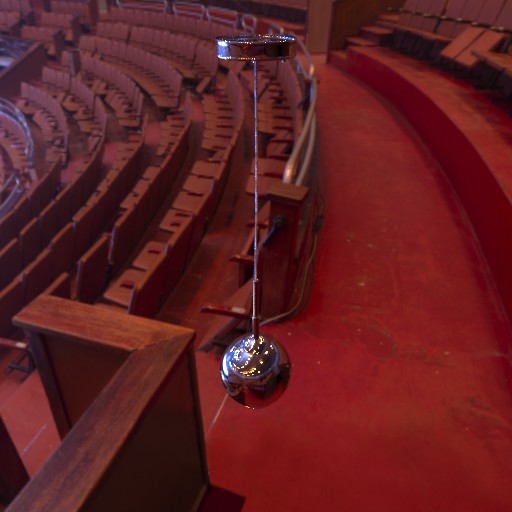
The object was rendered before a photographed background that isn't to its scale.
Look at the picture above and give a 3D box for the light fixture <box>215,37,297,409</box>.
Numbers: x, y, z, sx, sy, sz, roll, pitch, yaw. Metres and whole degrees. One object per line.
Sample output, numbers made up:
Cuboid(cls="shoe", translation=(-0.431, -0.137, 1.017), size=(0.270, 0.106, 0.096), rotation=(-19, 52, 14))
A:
Cuboid(cls="light fixture", translation=(0.000, 0.000, 1.736), size=(0.336, 1.538, 0.336), rotation=(10, 33, 15))
